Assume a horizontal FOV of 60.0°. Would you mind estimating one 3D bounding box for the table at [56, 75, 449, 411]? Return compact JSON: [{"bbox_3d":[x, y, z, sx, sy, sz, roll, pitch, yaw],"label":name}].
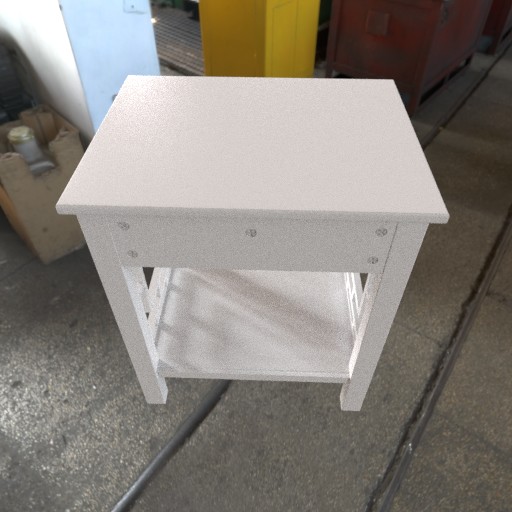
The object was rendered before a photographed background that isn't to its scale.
[{"bbox_3d":[0.000,0.000,1.018,0.564,0.646,0.451,2,46,1],"label":"table"}]
